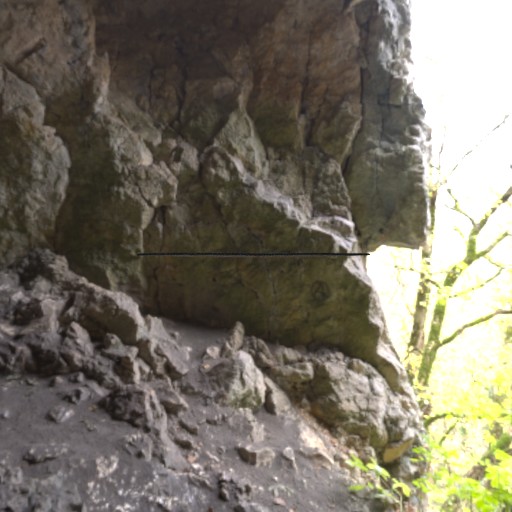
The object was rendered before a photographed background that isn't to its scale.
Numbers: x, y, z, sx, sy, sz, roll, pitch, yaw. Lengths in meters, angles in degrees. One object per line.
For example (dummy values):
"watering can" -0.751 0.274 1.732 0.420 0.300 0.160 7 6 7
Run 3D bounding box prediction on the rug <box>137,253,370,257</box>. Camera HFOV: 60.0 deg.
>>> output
"rug" 0.000 0.000 2.730 0.801 0.010 2.459 0 0 0
